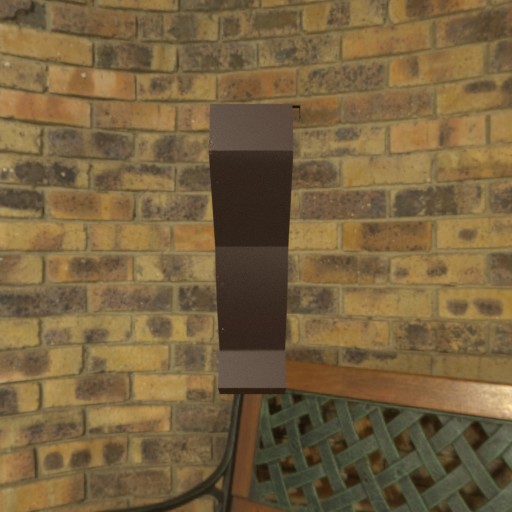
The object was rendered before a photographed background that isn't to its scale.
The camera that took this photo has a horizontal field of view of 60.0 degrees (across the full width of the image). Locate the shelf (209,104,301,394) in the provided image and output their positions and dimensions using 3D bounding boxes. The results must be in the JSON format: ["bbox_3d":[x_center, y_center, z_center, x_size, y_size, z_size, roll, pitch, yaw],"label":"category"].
[{"bbox_3d":[0.000,0.000,0.894,0.112,0.439,0.729,0,-1,0],"label":"shelf"}]
